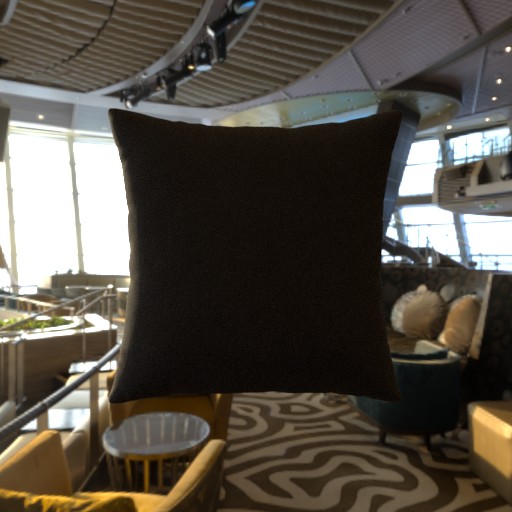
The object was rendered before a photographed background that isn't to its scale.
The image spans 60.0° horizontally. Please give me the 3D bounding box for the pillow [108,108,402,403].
[{"bbox_3d":[0.000,0.000,0.770,0.511,0.509,0.161,0,0,-1],"label":"pillow"}]
